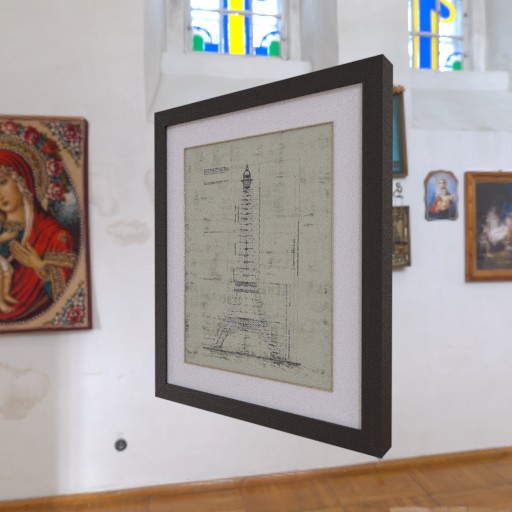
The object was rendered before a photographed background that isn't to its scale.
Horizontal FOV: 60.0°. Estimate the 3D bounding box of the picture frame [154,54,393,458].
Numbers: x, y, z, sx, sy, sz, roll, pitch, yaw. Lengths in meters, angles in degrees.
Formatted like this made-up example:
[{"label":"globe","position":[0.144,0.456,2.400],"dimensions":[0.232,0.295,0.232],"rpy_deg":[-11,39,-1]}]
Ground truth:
[{"label":"picture frame","position":[0.000,0.000,0.755],"dimensions":[0.452,0.555,0.044],"rpy_deg":[0,1,35]}]
